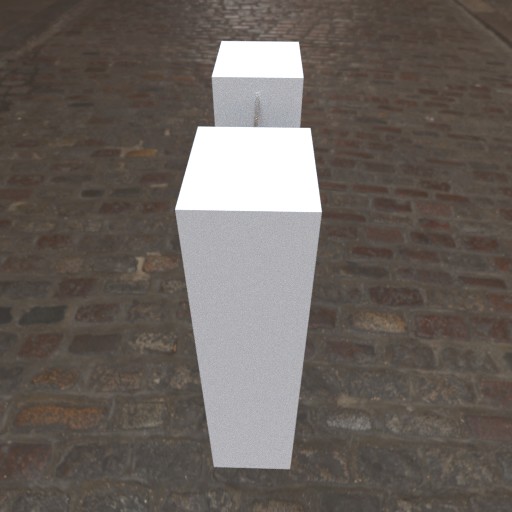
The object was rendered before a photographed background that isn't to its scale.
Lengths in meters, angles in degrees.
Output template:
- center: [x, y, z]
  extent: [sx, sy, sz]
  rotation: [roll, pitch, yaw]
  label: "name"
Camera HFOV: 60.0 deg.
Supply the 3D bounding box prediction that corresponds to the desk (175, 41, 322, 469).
- center: [0.000, 0.000, 2.776]
  extent: [0.480, 2.000, 1.770]
  rotation: [1, 42, 1]
  label: "desk"
